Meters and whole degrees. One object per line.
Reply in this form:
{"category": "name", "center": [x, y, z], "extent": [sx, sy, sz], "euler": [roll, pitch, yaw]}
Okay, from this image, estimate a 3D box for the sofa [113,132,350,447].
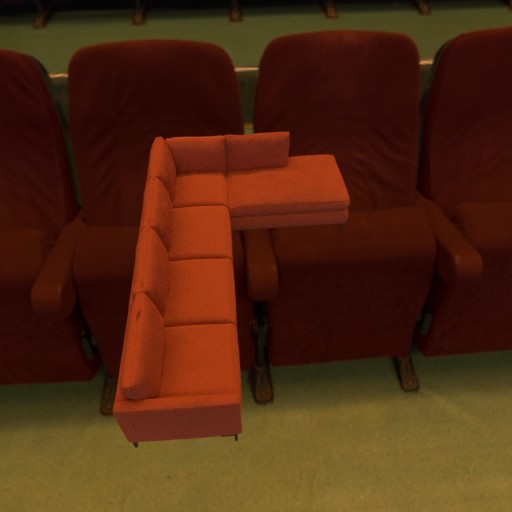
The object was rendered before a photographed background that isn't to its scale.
{"category": "sofa", "center": [0.000, 0.000, 3.631], "extent": [1.879, 0.757, 2.736], "euler": [-3, 47, -3]}
